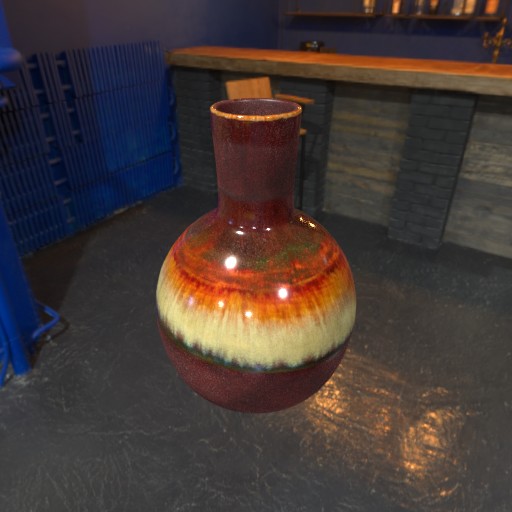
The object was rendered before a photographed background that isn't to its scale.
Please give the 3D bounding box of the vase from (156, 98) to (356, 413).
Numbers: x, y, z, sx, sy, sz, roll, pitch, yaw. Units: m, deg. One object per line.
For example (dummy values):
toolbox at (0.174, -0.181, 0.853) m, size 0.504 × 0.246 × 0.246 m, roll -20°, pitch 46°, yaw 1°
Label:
vase at (0.000, 0.000, 0.236) m, size 0.111 × 0.154 × 0.111 m, roll 0°, pitch 30°, yaw 0°
